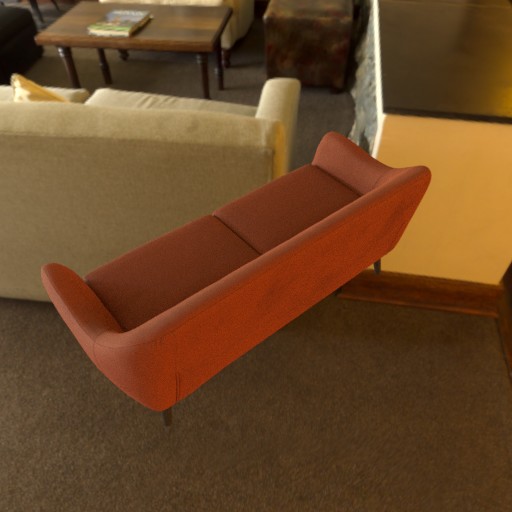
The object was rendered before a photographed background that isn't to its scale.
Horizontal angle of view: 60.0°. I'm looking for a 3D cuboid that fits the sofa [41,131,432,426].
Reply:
[{"bbox_3d":[0.000,0.000,2.247,1.840,0.836,0.820,-30,53,-26],"label":"sofa"}]
